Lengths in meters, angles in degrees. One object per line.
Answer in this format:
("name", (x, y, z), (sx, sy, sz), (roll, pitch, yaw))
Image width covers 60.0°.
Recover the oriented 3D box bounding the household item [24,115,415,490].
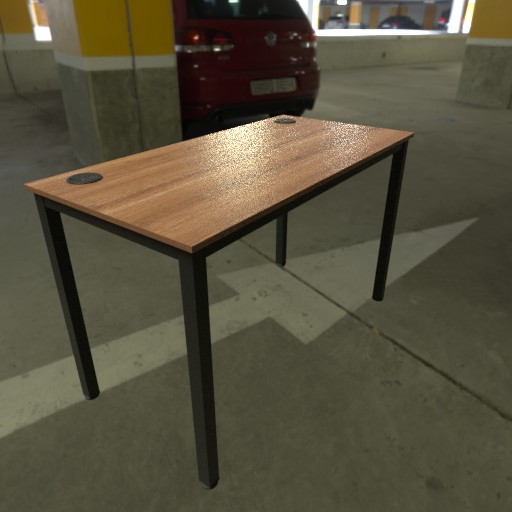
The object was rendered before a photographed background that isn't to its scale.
("household item", (0.000, 0.000, 1.583), (0.600, 0.750, 1.200), (19, 33, 32))
